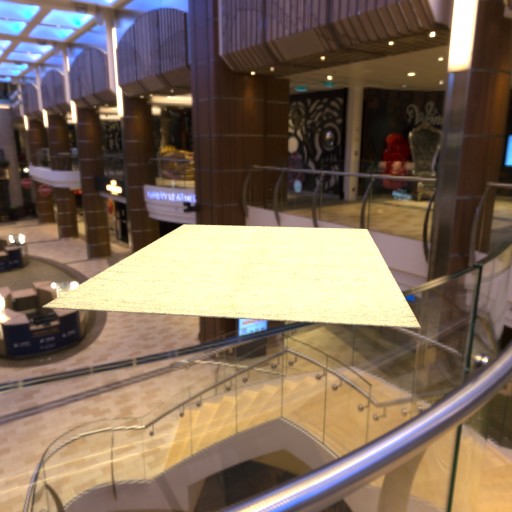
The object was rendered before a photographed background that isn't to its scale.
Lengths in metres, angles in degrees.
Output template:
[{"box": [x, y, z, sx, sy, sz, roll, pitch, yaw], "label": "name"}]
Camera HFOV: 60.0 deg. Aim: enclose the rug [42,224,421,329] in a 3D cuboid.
[{"box": [0.000, 0.000, 4.334, 2.437, 0.014, 3.201, 2, 14, 8], "label": "rug"}]
